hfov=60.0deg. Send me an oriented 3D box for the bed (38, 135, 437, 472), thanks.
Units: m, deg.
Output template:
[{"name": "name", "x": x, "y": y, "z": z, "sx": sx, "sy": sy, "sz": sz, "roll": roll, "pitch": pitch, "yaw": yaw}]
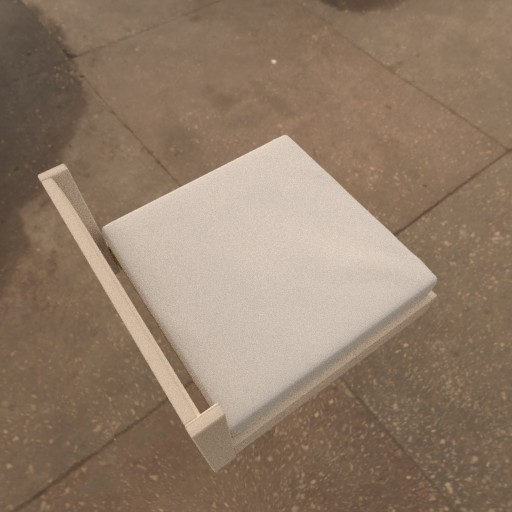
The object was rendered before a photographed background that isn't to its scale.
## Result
[{"name": "bed", "x": 0.000, "y": 0.000, "z": 3.630, "sx": 2.293, "sy": 1.471, "sz": 2.145, "roll": -31, "pitch": 63, "yaw": -18}]
